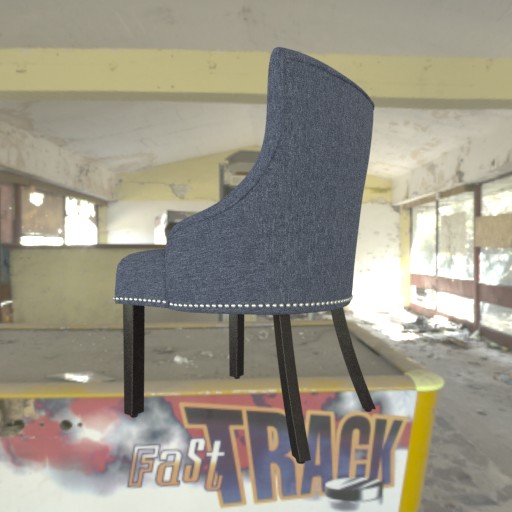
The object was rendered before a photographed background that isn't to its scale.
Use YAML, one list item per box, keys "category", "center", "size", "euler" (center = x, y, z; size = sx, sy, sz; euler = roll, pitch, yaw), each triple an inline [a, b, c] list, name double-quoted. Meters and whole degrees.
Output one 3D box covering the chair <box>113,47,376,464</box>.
- category: "chair"
  center: [0.000, 0.000, 1.291]
  size: [0.629, 0.909, 0.566]
  euler: [0, 1, 36]
